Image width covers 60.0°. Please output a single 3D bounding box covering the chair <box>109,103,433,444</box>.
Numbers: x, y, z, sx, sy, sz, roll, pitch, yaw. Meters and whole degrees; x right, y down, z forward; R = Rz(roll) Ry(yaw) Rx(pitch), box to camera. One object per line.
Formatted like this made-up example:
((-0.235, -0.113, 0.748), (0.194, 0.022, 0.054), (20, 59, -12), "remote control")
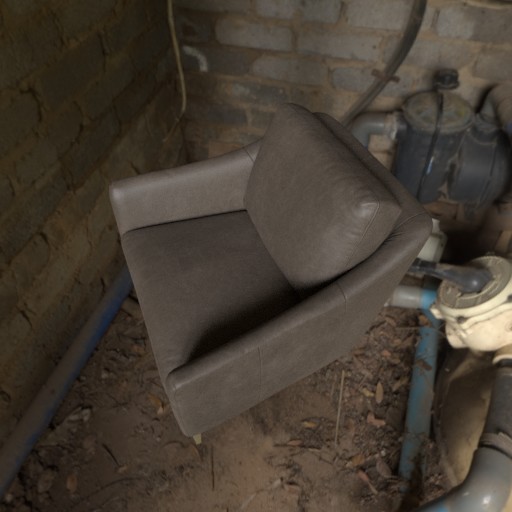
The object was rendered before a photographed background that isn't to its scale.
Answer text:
((0.000, 0.000, 1.751), (0.961, 0.901, 0.988), (-17, 50, -15), "chair")
